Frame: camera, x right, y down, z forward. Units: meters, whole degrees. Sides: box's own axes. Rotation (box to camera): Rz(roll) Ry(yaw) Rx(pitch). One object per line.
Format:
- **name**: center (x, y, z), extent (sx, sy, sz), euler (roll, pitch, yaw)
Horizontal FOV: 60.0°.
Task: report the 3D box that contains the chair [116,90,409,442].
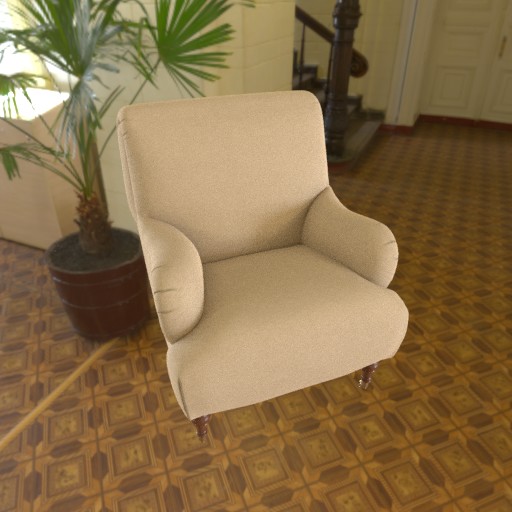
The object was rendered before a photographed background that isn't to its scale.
- **chair**: center (0.000, 0.000, 1.538), extent (0.766, 0.942, 0.842), euler (-12, 34, -18)
